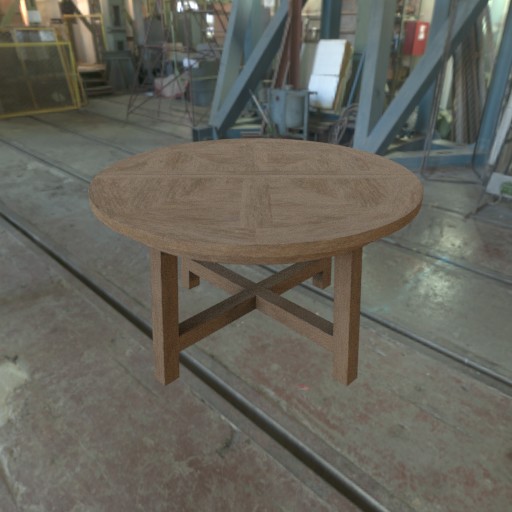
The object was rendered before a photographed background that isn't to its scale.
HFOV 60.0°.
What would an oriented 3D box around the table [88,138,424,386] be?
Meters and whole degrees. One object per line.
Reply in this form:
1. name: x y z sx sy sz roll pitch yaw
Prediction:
1. table: 0.000 0.000 2.014 1.319 0.762 1.319 0 28 0
